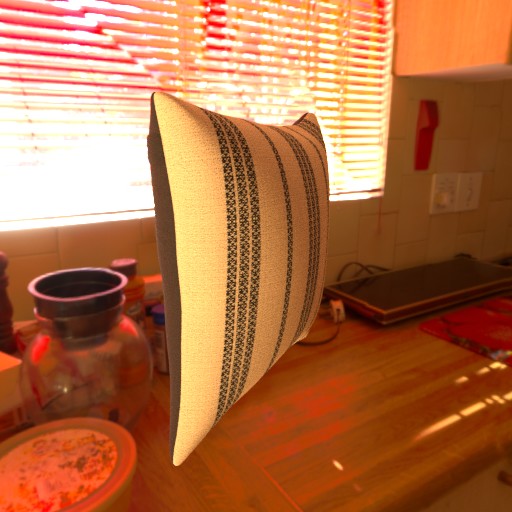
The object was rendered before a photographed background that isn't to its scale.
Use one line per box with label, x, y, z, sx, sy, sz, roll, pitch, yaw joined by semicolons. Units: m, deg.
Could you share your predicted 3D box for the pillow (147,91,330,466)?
pillow;0.000;0.000;0.626;0.173;0.406;0.405;8;16;27
